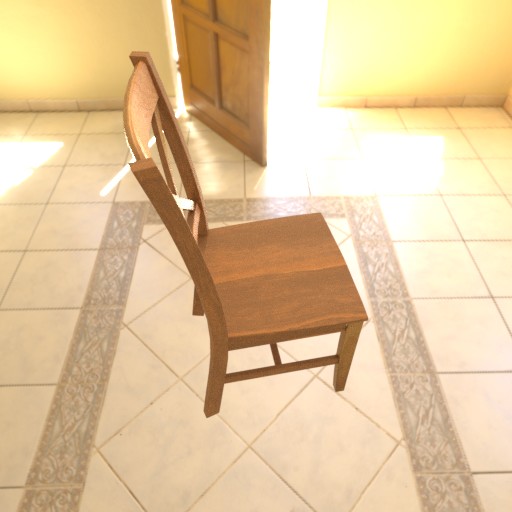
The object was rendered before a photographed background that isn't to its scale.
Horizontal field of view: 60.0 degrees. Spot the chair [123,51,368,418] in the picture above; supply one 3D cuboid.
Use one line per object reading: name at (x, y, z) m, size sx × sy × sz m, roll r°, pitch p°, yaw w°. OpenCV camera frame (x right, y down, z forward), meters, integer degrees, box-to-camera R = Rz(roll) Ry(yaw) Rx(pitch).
chair at (0.000, 0.000, 1.256) m, size 0.542 × 0.983 × 0.485 m, roll -8°, pitch 47°, yaw -8°
